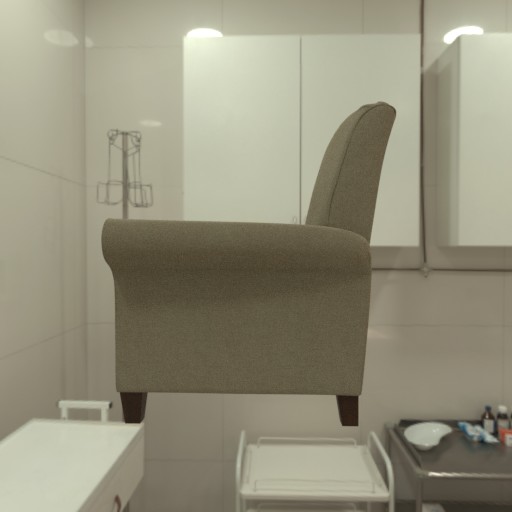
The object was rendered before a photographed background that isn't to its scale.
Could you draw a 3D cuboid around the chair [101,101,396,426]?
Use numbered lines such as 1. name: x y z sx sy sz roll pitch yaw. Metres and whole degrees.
1. chair: 0.000 0.000 1.749 0.905 1.061 0.978 0 1 2
